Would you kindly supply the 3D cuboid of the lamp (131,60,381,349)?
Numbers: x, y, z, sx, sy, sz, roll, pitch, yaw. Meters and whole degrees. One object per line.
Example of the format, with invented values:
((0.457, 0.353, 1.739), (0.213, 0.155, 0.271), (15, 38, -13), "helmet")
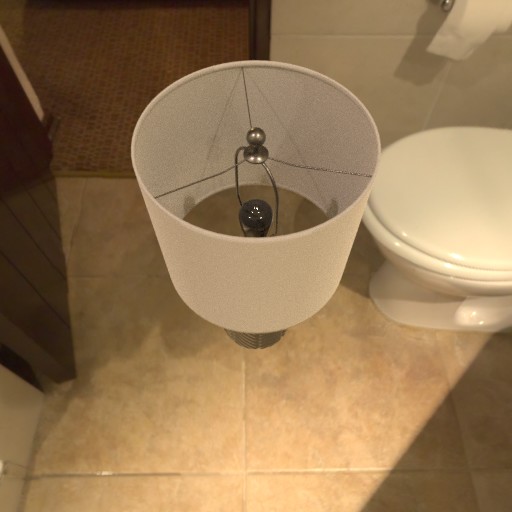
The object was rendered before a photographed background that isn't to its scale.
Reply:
((0.000, 0.000, 0.523), (0.203, 0.389, 0.203), (-33, 64, -19), "lamp")
